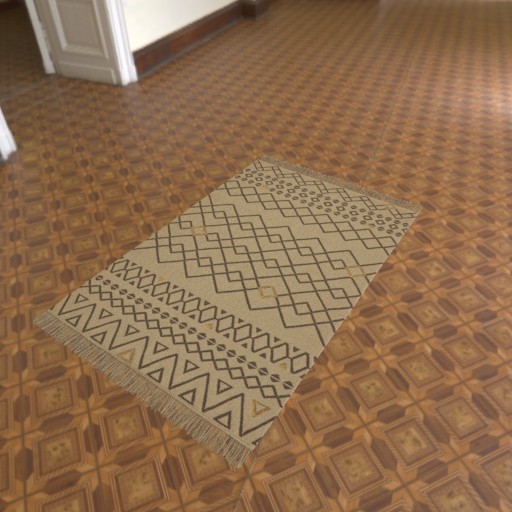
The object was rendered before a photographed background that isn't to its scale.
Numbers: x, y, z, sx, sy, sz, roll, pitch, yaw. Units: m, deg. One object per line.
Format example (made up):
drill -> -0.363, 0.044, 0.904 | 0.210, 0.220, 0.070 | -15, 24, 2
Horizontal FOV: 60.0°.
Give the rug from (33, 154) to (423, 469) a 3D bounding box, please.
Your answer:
rug -> 0.000, 0.000, 3.018 | 1.495, 0.035, 2.472 | 24, 46, 25
